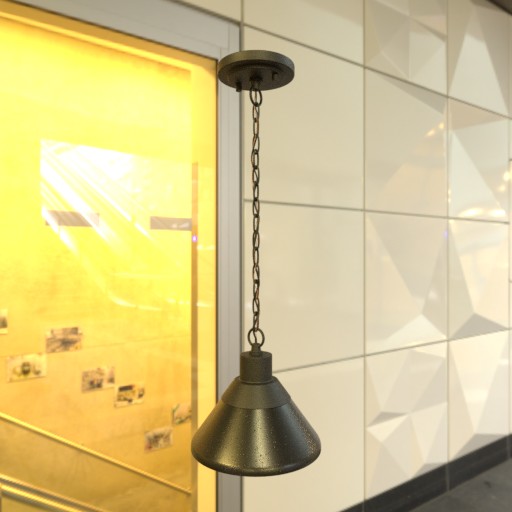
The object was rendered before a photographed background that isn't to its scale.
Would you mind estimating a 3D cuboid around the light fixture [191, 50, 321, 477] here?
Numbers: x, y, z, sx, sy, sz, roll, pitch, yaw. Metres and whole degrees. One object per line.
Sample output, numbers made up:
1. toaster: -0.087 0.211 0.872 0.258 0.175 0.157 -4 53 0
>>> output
1. light fixture: 0.000 0.000 0.691 0.201 0.588 0.201 0 0 36
